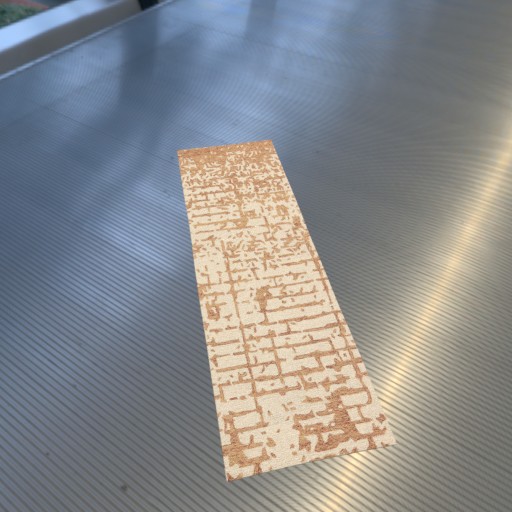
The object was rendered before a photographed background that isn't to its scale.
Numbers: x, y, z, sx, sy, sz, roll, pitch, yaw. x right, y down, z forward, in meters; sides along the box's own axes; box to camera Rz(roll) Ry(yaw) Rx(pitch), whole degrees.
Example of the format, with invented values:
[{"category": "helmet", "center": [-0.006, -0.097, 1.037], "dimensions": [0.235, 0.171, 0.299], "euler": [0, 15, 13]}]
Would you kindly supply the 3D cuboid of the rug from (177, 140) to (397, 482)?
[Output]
[{"category": "rug", "center": [0.000, 0.000, 2.684], "dimensions": [0.750, 0.011, 2.435], "euler": [-9, 48, -8]}]
